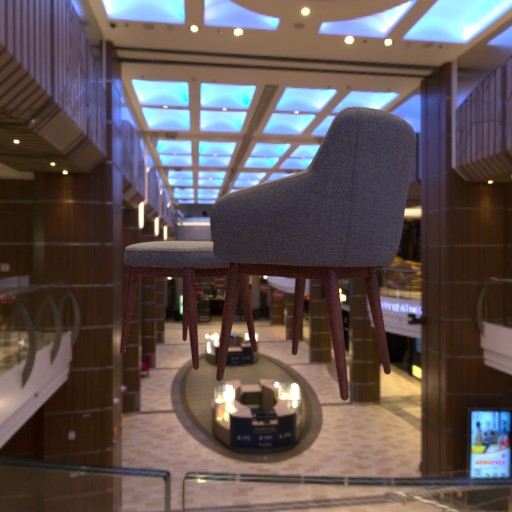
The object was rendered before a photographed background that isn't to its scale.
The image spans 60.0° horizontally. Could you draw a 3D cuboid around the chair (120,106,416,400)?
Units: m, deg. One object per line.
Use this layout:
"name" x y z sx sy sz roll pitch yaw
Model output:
"chair" 0.000 0.000 1.614 1.107 0.799 0.584 0 0 36
